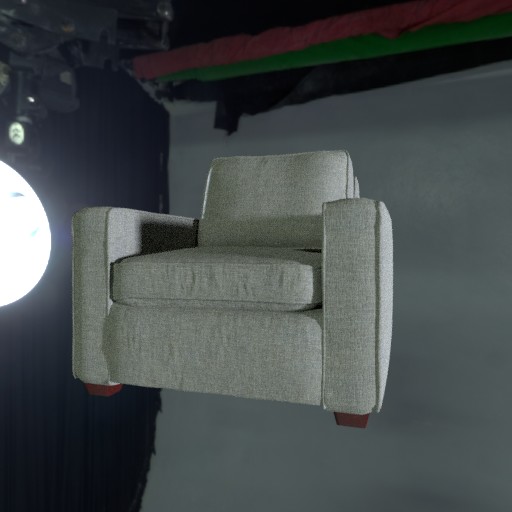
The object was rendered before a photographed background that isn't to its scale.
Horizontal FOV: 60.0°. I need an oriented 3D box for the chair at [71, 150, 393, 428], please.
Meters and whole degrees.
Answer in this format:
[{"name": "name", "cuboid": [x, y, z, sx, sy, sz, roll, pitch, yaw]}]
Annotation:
[{"name": "chair", "cuboid": [0.000, 0.000, 1.729, 1.016, 0.914, 0.940, 0, 1, 18]}]
